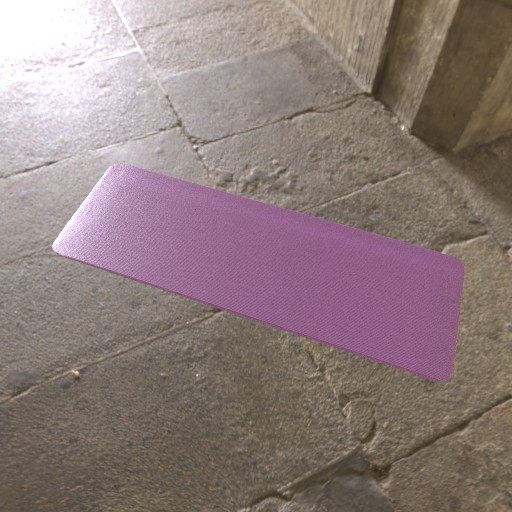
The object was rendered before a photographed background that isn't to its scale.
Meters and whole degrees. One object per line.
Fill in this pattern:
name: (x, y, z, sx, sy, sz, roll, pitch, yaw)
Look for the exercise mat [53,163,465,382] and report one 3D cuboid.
exercise mat: (0.000, 0.000, 2.080, 1.869, 0.021, 0.616, 17, 59, 10)
